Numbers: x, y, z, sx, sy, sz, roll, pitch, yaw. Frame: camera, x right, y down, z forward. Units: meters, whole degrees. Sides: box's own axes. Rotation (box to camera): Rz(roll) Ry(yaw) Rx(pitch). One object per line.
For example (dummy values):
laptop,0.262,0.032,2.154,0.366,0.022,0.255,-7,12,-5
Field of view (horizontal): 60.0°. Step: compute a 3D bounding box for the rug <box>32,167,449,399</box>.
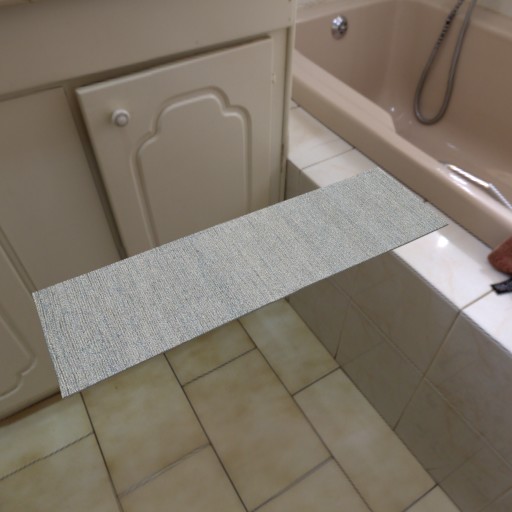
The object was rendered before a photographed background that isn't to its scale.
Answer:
rug,0.000,0.000,2.529,2.341,0.037,0.675,-22,51,-19
